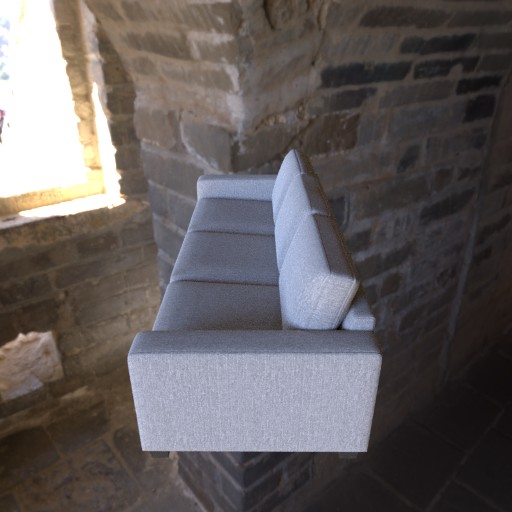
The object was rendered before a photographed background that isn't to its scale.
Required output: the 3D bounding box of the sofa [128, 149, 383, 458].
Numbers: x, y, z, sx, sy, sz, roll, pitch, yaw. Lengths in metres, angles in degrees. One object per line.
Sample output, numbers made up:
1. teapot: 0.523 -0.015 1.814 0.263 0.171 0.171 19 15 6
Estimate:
1. sofa: 0.000 0.000 2.521 0.900 0.800 2.120 0 27 0
